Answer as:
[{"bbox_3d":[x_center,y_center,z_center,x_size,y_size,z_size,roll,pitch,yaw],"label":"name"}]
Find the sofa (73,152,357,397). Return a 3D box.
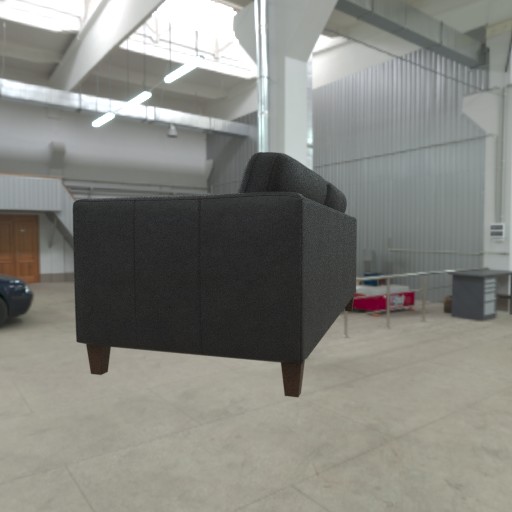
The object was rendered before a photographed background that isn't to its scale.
[{"bbox_3d":[0.000,0.000,2.477,0.933,0.863,1.971,1,3,18],"label":"sofa"}]
